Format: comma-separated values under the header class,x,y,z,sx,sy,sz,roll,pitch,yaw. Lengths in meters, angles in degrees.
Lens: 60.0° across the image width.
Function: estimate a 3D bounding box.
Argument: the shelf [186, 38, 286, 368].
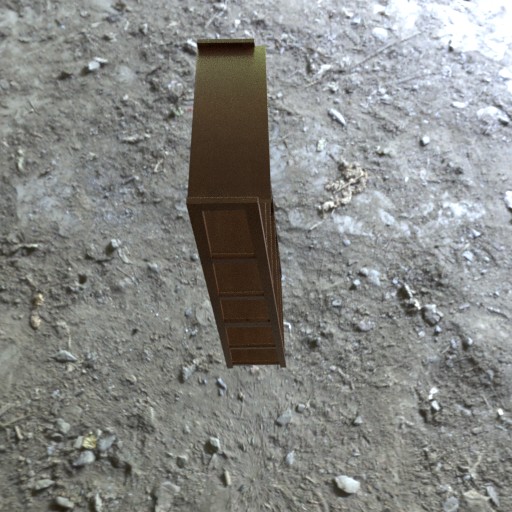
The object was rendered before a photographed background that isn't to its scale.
class,x,y,z,sx,sy,sz,roll,pitch,yaw
shelf,0.000,0.000,2.165,0.382,1.892,0.660,-1,63,0
